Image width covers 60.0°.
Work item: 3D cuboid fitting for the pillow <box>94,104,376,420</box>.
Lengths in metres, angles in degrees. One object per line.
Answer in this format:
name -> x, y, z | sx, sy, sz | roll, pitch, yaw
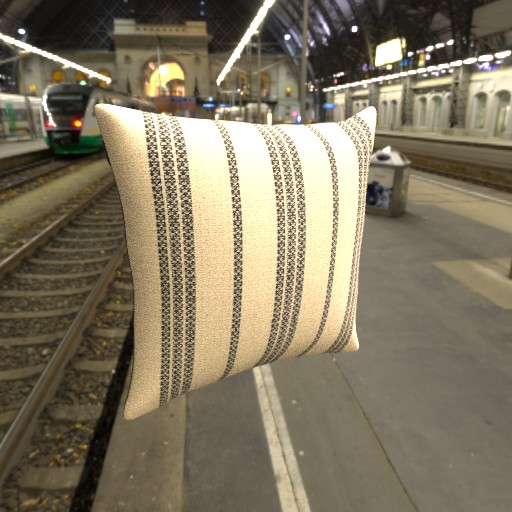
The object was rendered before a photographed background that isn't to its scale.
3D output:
pillow -> 0.000, 0.000, 0.629 | 0.405, 0.406, 0.173 | -9, 20, -27
